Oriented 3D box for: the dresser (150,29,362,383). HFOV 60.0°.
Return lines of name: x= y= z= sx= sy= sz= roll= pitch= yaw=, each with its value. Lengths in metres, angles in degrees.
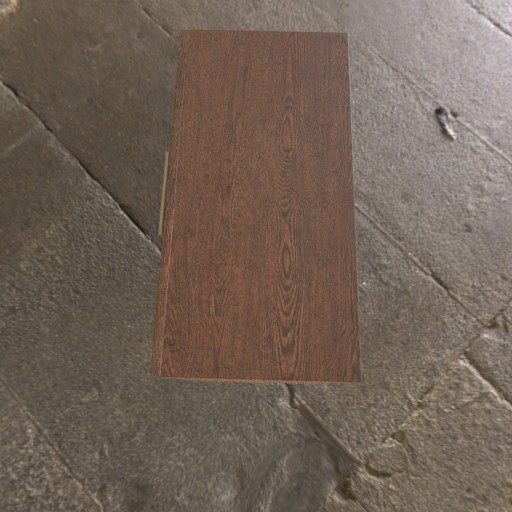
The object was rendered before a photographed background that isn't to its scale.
dresser: x=0.000 y=0.000 z=1.771 sx=0.508 sy=1.321 sz=0.965 roll=1 pitch=74 yaw=0
